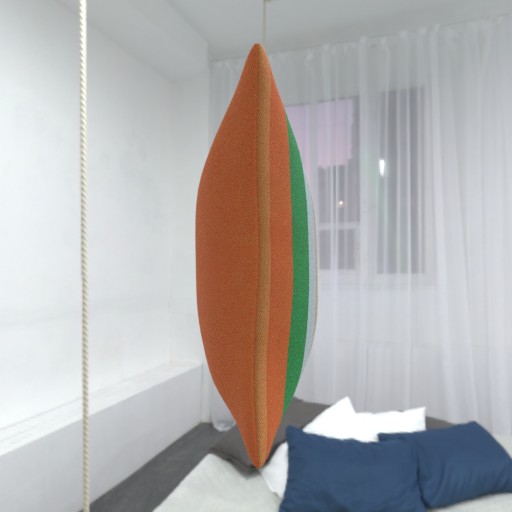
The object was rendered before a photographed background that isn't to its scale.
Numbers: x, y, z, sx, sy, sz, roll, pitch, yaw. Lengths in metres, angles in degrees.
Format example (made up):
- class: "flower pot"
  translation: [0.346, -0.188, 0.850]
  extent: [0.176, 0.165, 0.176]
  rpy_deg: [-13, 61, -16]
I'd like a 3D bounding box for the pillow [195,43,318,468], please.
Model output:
- class: "pillow"
  translation: [0.000, 0.000, 0.685]
  extent: [0.169, 0.444, 0.453]
  rpy_deg: [0, -1, 0]
